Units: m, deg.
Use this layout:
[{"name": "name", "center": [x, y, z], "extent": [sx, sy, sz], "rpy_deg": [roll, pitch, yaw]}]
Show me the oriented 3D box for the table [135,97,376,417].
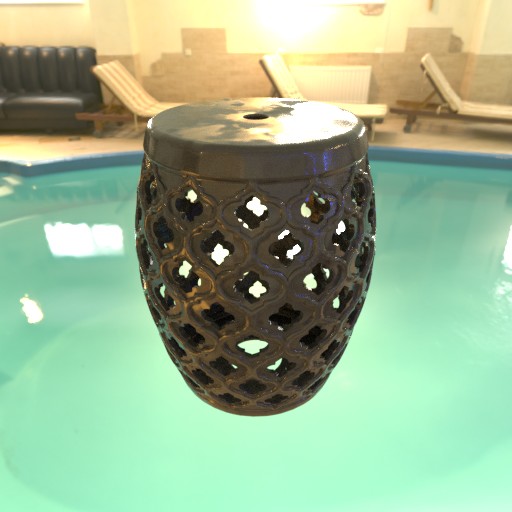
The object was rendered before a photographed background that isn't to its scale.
[{"name": "table", "center": [0.000, 0.000, 0.632], "extent": [0.325, 0.388, 0.325], "rpy_deg": [0, 30, 0]}]
